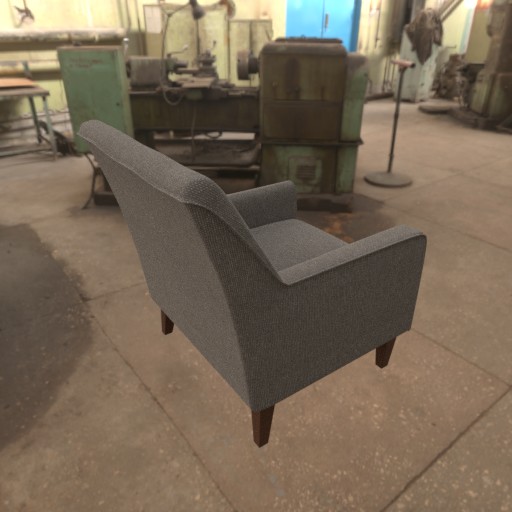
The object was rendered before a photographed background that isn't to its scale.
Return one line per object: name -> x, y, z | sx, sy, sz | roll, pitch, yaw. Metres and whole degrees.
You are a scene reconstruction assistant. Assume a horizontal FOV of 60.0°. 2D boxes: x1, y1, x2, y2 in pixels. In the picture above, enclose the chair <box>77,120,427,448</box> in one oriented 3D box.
chair -> 0.000, 0.000, 1.585 | 0.899, 0.919, 0.780 | -18, 33, -31
